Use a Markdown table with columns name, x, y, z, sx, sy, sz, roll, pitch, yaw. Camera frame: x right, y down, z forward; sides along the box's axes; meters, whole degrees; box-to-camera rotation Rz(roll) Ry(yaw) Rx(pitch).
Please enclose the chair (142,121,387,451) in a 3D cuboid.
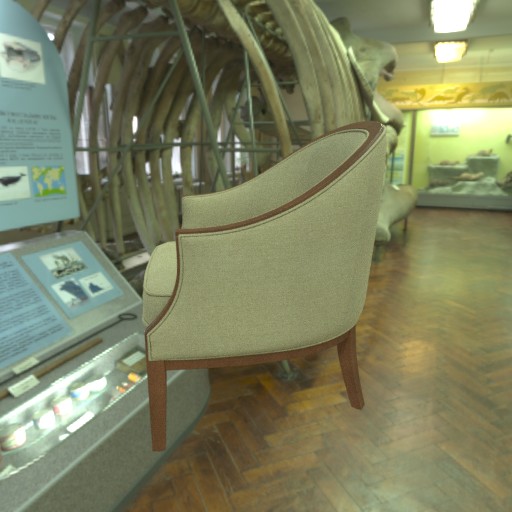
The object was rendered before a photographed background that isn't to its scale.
| name | x | y | z | sx | sy | sz | roll | pitch | yaw |
| --- | --- | --- | --- | --- | --- | --- | --- | --- | --- |
| chair | 0.000 | 0.000 | 1.497 | 0.735 | 0.876 | 0.803 | -2 | 15 | -8 |
